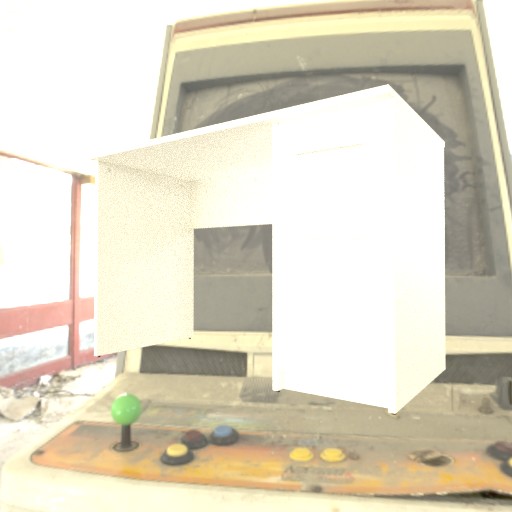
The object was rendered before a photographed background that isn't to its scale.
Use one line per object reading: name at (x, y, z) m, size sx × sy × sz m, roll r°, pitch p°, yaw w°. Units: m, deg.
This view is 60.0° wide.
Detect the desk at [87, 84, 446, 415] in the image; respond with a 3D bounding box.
desk at (0.000, 0.000, 1.509) m, size 1.097 × 0.735 × 0.560 m, roll -1°, pitch -1°, yaw 35°
